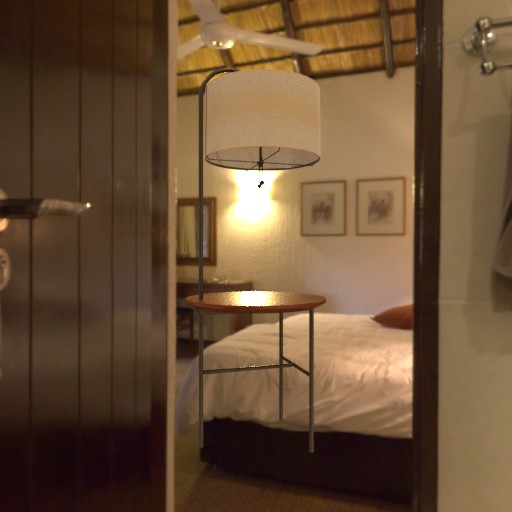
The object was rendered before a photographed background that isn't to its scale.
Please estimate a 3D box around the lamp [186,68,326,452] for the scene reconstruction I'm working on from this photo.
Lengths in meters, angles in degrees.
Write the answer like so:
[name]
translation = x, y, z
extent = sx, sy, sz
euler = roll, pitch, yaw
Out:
[lamp]
translation = 0.000, 0.000, 1.825
extent = 0.573, 1.517, 0.573
euler = 0, 0, 0
